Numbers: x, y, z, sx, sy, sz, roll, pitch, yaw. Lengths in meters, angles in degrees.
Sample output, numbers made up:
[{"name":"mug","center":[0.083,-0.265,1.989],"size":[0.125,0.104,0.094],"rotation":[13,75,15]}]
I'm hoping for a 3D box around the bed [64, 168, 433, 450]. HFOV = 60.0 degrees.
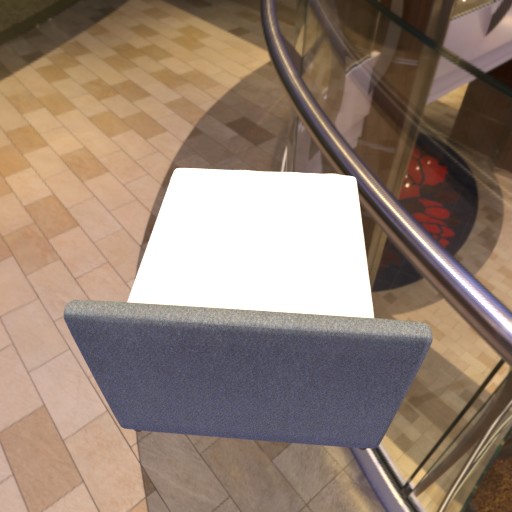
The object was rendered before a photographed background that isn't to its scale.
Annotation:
[{"name":"bed","center":[0.000,0.000,3.124],"size":[1.723,1.330,2.142],"rotation":[3,46,3]}]
